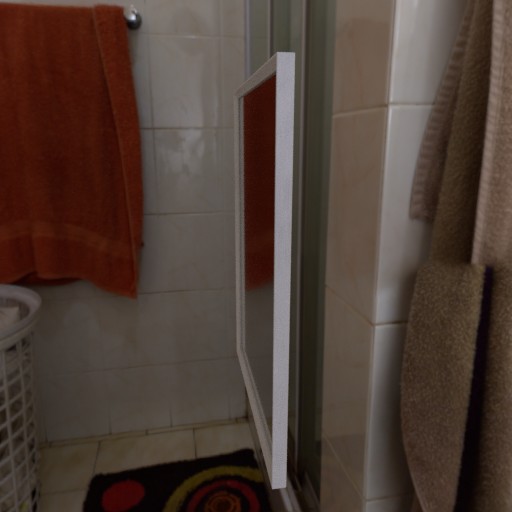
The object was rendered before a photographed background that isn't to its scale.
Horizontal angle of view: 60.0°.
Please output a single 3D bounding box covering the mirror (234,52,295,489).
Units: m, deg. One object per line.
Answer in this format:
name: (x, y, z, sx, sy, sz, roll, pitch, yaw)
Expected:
mirror: (0.000, 0.000, 1.354, 0.041, 1.016, 0.762, -2, 15, -9)
